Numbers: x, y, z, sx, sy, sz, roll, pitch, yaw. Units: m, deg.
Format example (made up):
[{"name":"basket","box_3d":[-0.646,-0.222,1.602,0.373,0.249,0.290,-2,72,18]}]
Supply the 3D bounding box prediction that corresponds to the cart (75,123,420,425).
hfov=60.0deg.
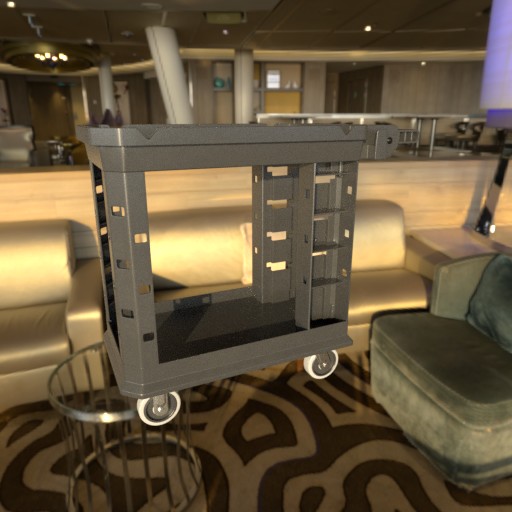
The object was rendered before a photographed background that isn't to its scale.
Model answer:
[{"name":"cart","box_3d":[0.000,0.000,1.557,1.061,0.884,0.497,-8,19,-24]}]
